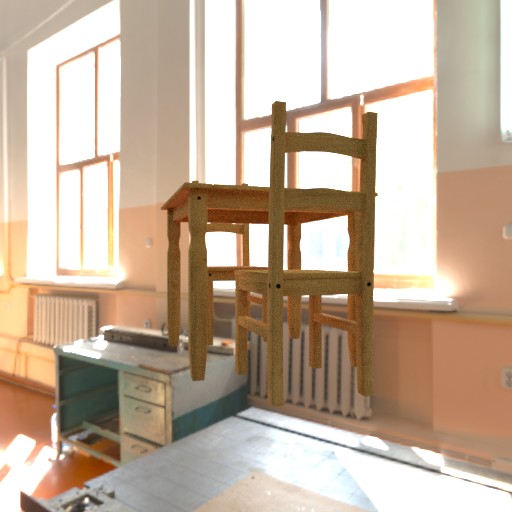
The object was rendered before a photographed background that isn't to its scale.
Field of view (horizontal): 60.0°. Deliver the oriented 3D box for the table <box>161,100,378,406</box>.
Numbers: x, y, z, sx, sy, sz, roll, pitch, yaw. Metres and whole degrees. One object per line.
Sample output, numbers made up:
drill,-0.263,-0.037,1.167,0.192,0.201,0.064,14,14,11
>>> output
table,0.000,0.000,2.120,0.813,0.942,1.501,0,0,-18
